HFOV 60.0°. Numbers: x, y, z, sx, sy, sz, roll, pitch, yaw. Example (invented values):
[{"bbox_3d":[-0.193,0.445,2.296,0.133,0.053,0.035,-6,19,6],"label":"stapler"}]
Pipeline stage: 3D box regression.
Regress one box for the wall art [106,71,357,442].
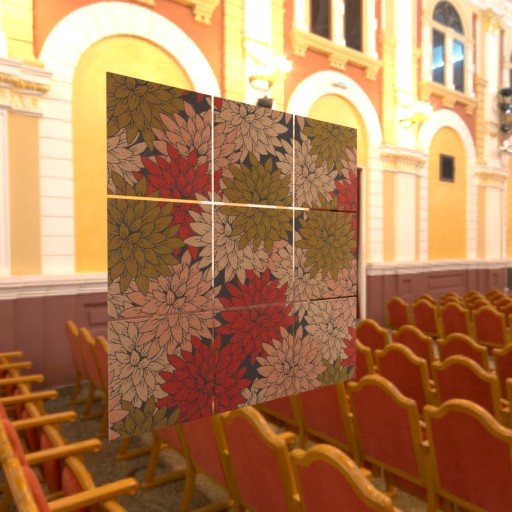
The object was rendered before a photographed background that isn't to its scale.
[{"bbox_3d":[0.000,0.000,2.284,1.519,1.534,0.013,-1,2,-36],"label":"wall art"}]
